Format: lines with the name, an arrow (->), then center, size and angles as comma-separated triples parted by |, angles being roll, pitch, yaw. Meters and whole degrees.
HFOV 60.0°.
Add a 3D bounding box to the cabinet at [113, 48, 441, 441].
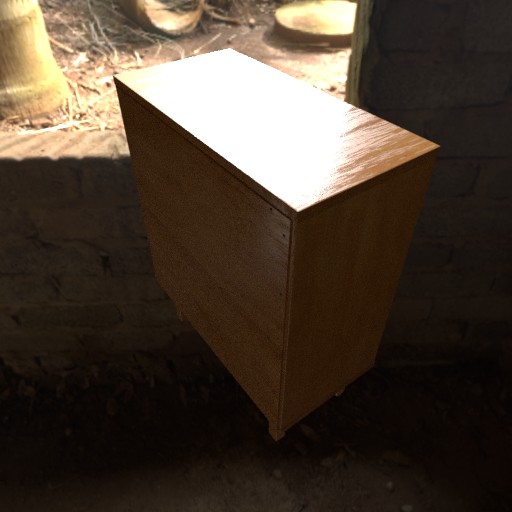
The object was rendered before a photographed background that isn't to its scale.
cabinet -> 0.000, 0.000, 1.427 | 0.419, 1.001, 0.800 | -26, 48, -26
